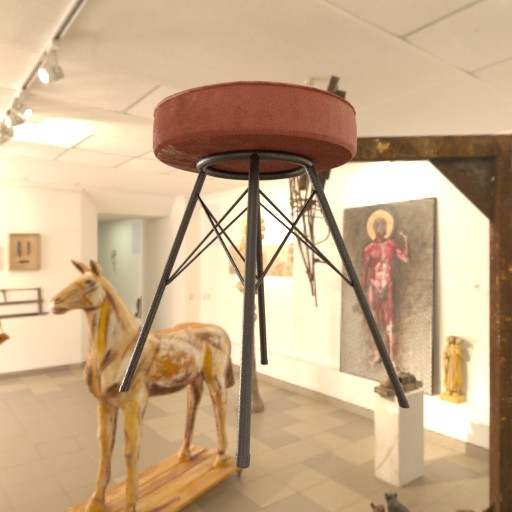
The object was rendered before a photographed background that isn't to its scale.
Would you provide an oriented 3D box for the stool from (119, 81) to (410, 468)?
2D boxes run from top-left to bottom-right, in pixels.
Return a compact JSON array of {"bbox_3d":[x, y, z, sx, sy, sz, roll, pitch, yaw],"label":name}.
[{"bbox_3d":[0.000,0.000,0.920,0.421,0.593,0.457,0,0,-38],"label":"stool"}]
